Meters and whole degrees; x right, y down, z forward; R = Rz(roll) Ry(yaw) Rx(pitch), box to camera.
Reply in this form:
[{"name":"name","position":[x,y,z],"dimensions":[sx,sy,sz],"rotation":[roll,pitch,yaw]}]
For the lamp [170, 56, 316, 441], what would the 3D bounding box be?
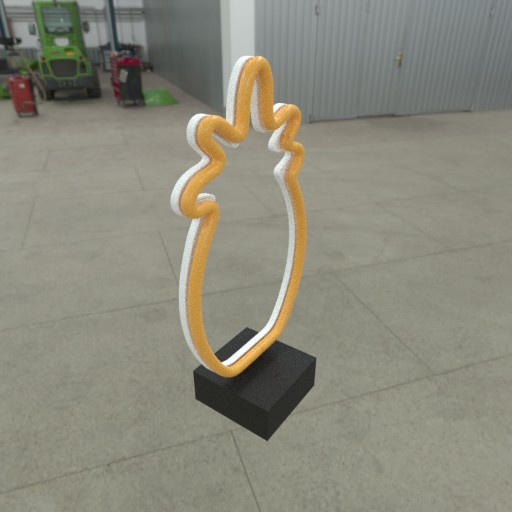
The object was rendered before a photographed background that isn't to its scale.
[{"name":"lamp","position":[0.000,0.000,0.385],"dimensions":[0.088,0.317,0.167],"rotation":[18,33,31]}]
